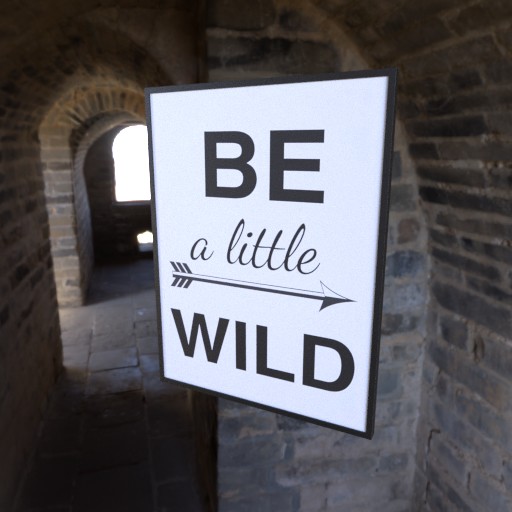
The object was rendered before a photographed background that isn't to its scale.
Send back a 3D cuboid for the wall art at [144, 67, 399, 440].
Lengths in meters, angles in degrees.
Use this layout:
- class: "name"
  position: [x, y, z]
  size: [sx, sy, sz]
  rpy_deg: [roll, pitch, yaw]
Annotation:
- class: "wall art"
  position: [0.000, 0.000, 1.423]
  size: [0.806, 1.062, 0.038]
  rpy_deg: [7, 15, 26]
